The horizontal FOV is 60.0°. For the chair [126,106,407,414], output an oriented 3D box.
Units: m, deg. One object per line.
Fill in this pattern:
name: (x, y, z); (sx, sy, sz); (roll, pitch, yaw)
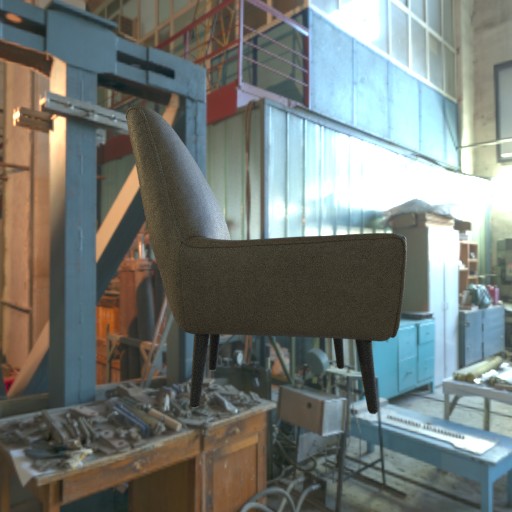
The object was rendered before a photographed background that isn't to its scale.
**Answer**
chair: (0.000, 0.000, 1.513); (0.824, 0.888, 0.787); (0, -1, 1)
